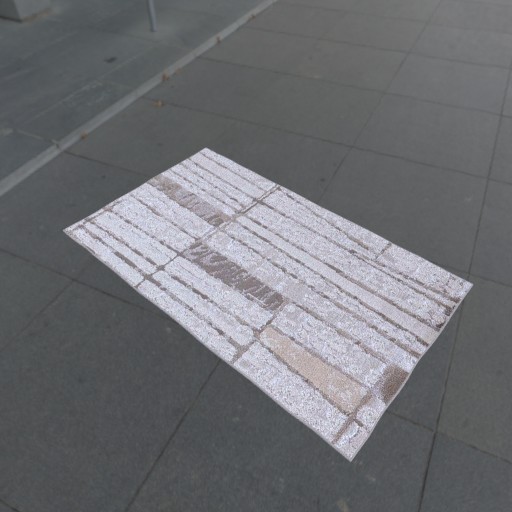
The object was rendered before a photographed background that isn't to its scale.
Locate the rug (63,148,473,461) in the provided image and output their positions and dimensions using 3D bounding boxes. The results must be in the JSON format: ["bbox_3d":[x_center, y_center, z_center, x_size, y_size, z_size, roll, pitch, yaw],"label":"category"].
[{"bbox_3d":[0.000,0.000,1.071,0.867,0.007,0.515,32,54,27],"label":"rug"}]
